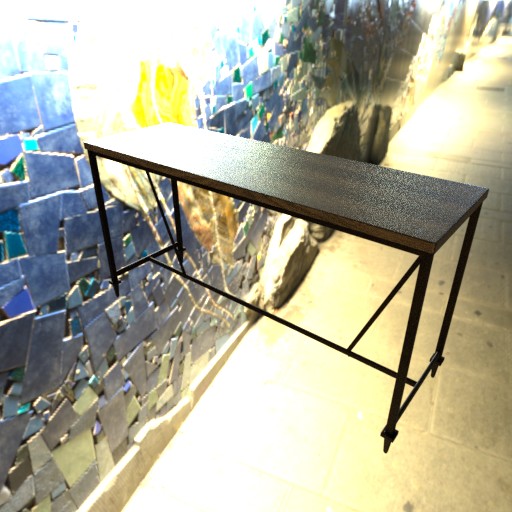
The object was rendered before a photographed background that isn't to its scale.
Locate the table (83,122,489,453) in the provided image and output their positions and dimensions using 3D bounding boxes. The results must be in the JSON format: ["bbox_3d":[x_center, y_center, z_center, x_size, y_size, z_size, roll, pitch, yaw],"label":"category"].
[{"bbox_3d":[0.000,0.000,2.073,1.700,0.902,0.551,21,35,33],"label":"table"}]
